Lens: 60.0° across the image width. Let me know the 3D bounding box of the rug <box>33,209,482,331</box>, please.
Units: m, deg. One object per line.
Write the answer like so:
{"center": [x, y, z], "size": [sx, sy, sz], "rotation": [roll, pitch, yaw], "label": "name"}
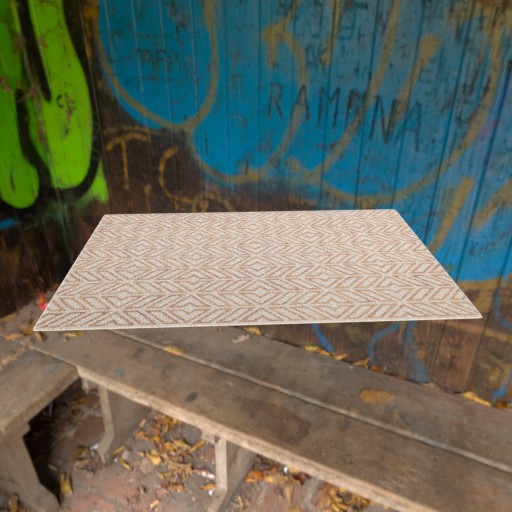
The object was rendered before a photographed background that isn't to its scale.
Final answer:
{"center": [0.000, 0.000, 3.054], "size": [2.438, 0.008, 1.523], "rotation": [-1, 29, -2], "label": "rug"}
